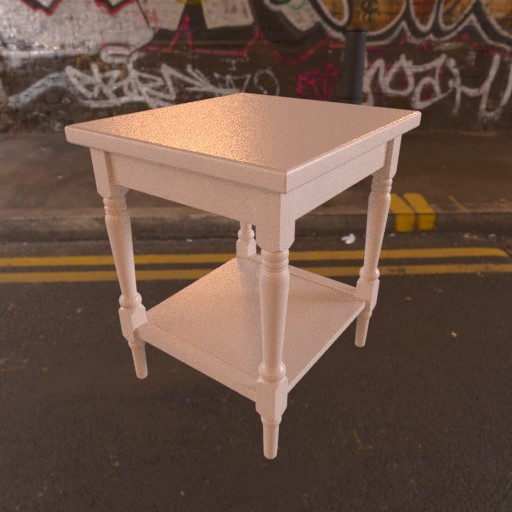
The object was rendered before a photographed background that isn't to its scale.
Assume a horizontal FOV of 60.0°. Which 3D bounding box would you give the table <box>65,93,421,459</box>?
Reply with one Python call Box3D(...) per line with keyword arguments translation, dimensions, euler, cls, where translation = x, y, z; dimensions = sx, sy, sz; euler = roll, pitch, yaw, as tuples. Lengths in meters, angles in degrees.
Box3D(translation=(0.000, 0.000, 0.933), dimensions=(0.442, 0.565, 0.488), euler=(19, 33, 31), cls="table")
